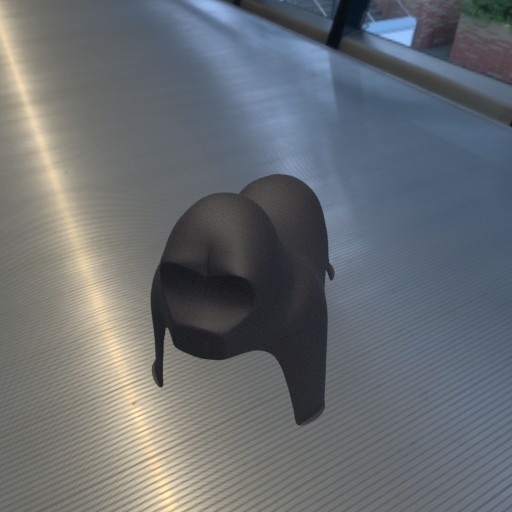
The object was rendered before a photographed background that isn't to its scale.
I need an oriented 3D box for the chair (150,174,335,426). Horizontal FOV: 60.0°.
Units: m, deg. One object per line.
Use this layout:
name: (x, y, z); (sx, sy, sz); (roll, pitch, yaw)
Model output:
chair: (0.000, 0.000, 1.153); (0.490, 0.600, 0.758); (11, 43, 12)
